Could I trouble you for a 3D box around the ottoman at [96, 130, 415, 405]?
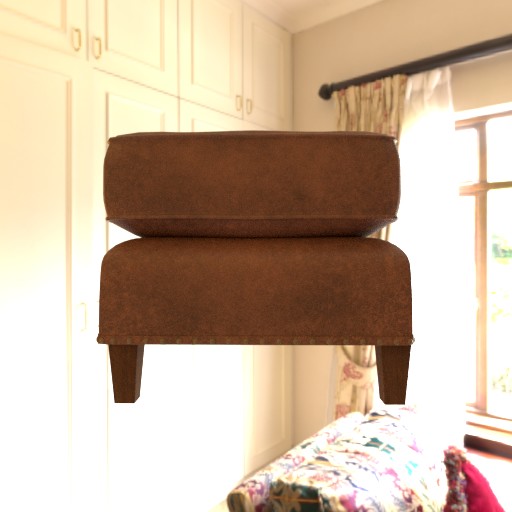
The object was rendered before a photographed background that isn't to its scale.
[{"bbox_3d":[0.000,0.000,1.151,0.589,0.537,0.738,0,0,1],"label":"ottoman"}]
